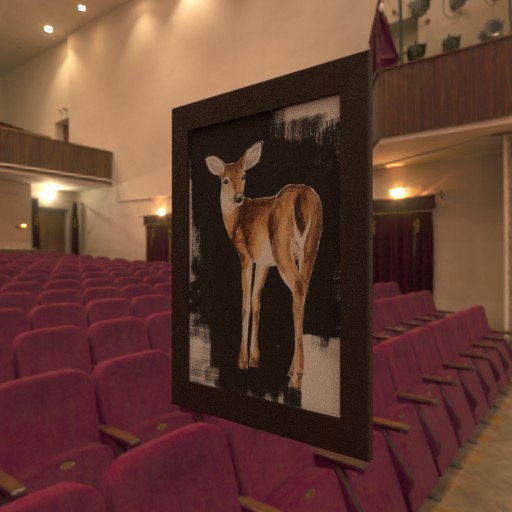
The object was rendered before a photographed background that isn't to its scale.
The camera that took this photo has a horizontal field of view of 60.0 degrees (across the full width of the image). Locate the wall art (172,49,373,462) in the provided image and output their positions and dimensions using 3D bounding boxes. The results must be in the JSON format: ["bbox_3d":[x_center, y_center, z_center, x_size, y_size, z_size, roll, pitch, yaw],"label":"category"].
[{"bbox_3d":[0.000,0.000,0.658,0.359,0.508,0.013,0,0,38],"label":"wall art"}]
